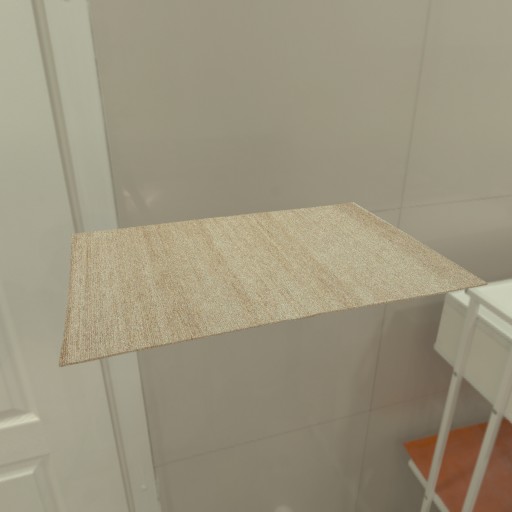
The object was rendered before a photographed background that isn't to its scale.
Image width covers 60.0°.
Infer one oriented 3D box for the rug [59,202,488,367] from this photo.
[{"bbox_3d":[0.000,0.000,2.920,2.346,0.029,1.574,-8,26,-16],"label":"rug"}]
